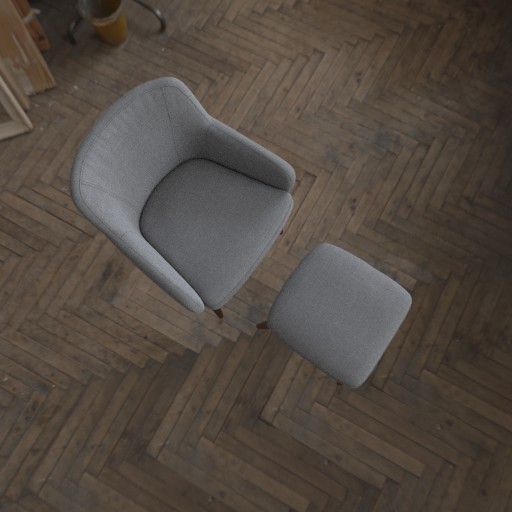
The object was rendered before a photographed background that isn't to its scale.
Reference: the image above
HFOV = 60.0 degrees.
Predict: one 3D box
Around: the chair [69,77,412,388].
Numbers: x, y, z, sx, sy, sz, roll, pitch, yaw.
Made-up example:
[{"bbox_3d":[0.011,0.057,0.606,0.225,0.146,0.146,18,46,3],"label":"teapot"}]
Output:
[{"bbox_3d":[0.000,0.000,1.574,1.107,0.799,0.584,34,79,8],"label":"chair"}]
